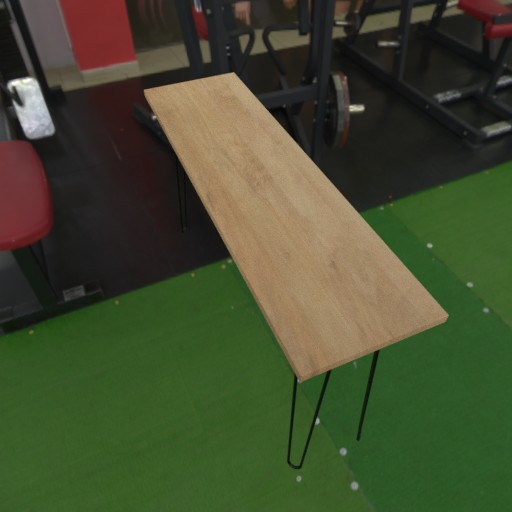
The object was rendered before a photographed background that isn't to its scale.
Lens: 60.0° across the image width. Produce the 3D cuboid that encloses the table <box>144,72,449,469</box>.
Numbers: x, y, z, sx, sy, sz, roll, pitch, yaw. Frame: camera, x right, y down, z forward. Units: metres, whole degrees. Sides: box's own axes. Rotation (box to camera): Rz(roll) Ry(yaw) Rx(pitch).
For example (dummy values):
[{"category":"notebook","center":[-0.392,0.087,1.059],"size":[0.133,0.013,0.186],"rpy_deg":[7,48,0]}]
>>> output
[{"category":"table","center":[0.000,0.000,1.735],"size":[0.399,0.799,1.400],"rpy_deg":[-18,50,-16]}]
